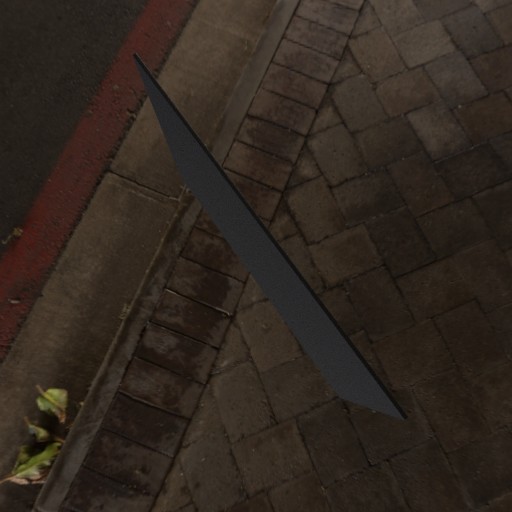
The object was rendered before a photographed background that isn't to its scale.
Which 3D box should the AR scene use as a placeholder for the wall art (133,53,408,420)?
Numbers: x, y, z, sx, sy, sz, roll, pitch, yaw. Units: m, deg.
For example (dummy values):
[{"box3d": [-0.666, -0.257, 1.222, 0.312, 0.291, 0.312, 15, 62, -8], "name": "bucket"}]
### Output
[{"box3d": [0.000, 0.000, 1.524, 0.013, 0.811, 1.192, -34, 78, -8], "name": "wall art"}]
